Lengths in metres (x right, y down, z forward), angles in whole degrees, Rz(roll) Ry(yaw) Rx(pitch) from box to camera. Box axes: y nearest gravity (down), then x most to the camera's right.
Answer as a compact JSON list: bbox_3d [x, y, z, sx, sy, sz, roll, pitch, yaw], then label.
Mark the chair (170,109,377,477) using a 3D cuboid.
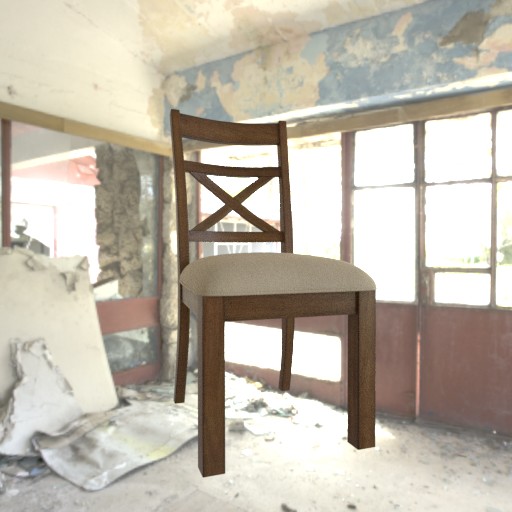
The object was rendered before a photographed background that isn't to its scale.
[{"bbox_3d":[0.000,0.000,1.282,0.461,0.949,0.581,0,1,-20],"label":"chair"}]
